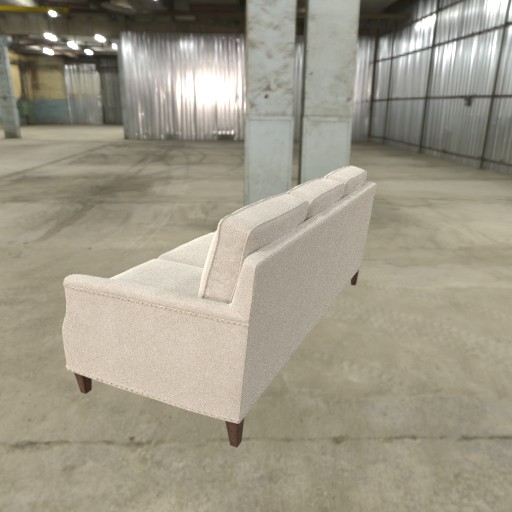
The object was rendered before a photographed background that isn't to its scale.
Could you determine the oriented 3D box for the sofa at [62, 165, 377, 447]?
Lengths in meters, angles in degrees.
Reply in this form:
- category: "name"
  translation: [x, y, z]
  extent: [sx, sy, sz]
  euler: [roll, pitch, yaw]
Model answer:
- category: "sofa"
  translation: [0.000, 0.000, 2.863]
  extent: [1.084, 1.003, 2.246]
  euler: [9, 20, 24]
